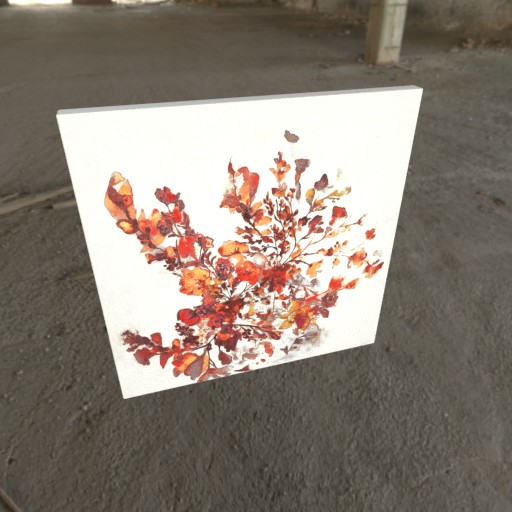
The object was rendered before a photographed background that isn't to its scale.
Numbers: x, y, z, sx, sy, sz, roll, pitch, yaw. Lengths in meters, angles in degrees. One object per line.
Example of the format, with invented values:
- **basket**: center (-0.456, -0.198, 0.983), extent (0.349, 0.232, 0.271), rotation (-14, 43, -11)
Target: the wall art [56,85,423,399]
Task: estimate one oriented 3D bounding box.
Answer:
- **wall art**: center (0.000, 0.000, 1.099), extent (0.757, 0.757, 0.037), rotation (-9, 34, -14)
